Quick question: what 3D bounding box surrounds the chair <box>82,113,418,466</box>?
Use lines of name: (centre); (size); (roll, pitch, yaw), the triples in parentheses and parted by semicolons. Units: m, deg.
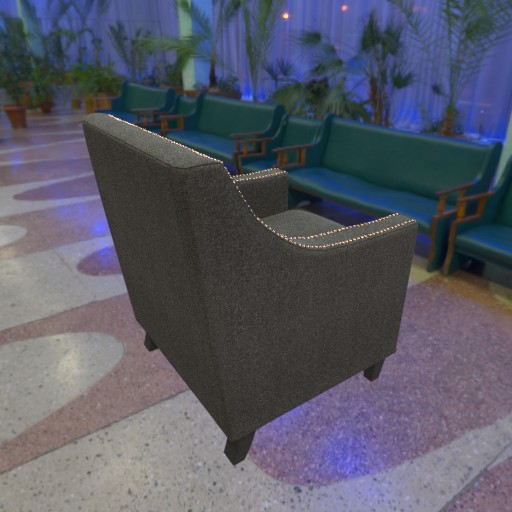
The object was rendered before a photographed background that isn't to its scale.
chair: (0.000, 0.000, 1.593); (0.884, 0.967, 0.776); (-17, 31, -30)
